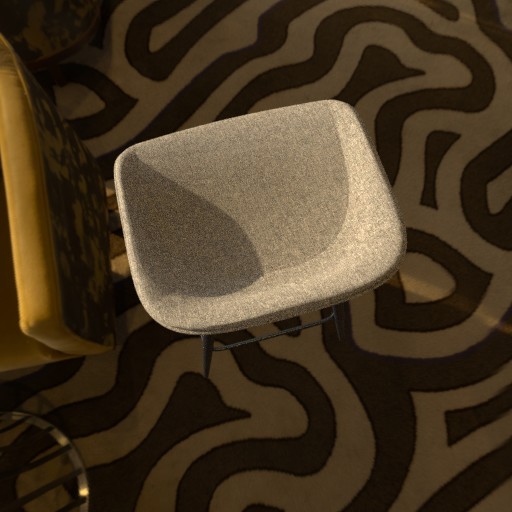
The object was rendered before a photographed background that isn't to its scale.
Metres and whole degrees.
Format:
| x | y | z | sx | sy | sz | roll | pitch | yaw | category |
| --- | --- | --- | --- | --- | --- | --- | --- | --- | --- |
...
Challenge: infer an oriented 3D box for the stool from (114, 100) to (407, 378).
| x | y | z | sx | sy | sz | roll | pitch | yaw | category |
| --- | --- | --- | --- | --- | --- | --- | --- | --- | --- |
| 0.000 | 0.000 | 1.097 | 0.469 | 0.814 | 0.480 | -14 | 75 | -4 | stool |
